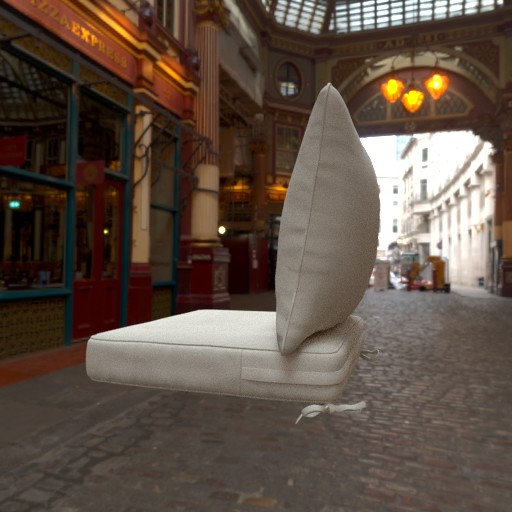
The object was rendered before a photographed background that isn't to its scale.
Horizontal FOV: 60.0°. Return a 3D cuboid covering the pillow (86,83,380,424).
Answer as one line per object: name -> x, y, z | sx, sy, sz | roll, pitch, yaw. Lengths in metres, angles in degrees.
pillow -> 0.000, 0.000, 1.355 | 0.733, 0.716, 0.798 | 0, -1, 18
